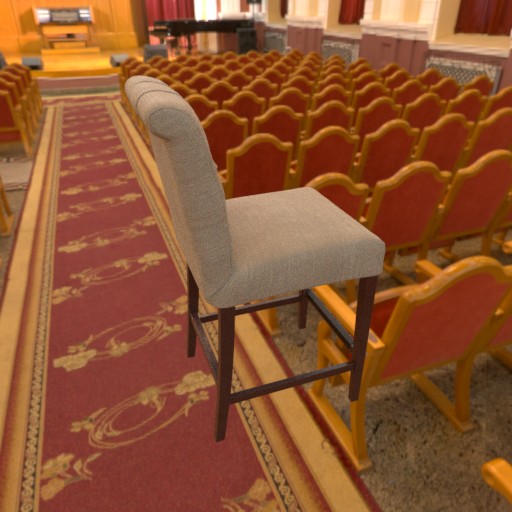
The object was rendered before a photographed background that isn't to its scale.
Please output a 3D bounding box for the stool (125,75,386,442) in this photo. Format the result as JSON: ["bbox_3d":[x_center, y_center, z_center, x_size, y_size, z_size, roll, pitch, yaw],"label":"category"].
[{"bbox_3d":[0.000,0.000,1.447,0.660,1.084,0.486,-10,31,-17],"label":"stool"}]
